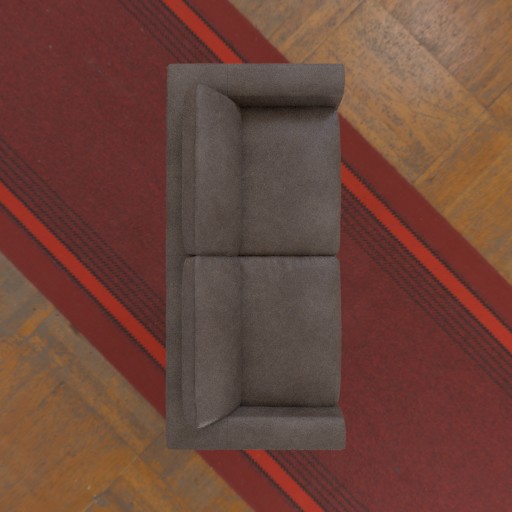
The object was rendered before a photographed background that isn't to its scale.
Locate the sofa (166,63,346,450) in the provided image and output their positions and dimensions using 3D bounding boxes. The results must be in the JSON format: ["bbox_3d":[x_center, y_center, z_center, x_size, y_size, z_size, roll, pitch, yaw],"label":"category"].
[{"bbox_3d":[0.000,0.000,2.738,1.070,0.801,2.262,0,89,1],"label":"sofa"}]
